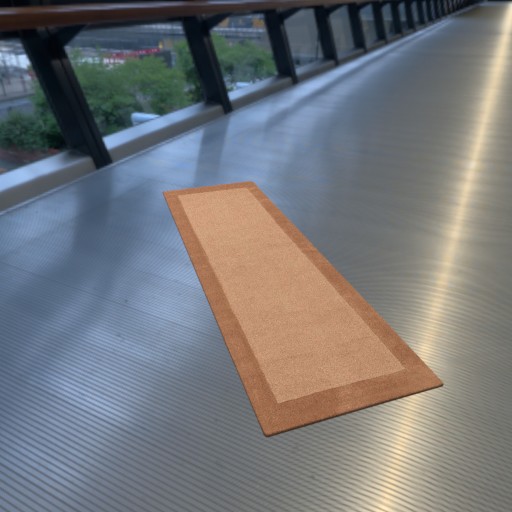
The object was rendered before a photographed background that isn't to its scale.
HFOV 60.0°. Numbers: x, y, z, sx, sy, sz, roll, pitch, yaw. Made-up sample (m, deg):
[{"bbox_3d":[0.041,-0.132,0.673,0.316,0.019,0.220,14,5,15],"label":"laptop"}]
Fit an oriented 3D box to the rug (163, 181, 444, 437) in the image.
[{"bbox_3d":[0.000,0.000,2.664,0.764,0.017,2.439,-10,31,-16],"label":"rug"}]
